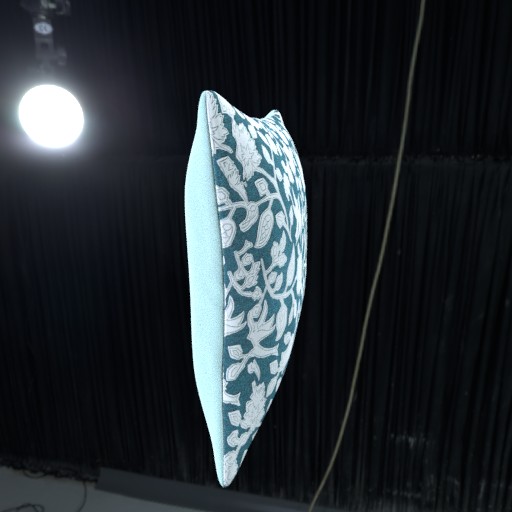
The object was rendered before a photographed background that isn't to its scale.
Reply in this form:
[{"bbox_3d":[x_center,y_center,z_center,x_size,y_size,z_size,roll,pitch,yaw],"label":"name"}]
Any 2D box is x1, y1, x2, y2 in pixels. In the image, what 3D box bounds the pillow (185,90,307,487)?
[{"bbox_3d":[0.000,0.000,0.778,0.166,0.508,0.525,3,16,10],"label":"pillow"}]
